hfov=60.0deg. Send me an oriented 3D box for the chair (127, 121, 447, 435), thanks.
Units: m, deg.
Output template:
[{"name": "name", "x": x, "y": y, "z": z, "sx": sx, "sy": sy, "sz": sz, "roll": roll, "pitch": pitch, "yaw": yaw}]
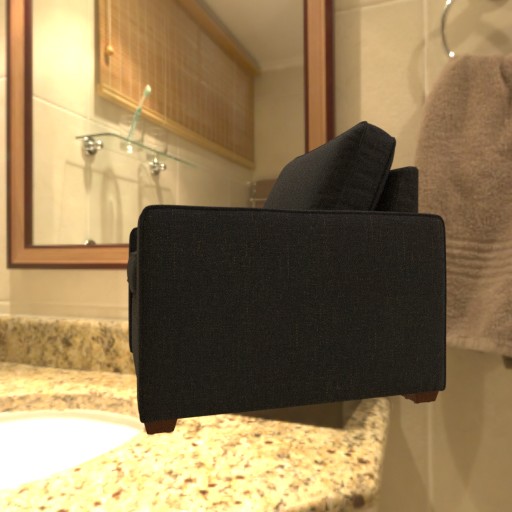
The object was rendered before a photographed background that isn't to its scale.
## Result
[{"name": "chair", "x": 0.000, "y": 0.000, "z": 1.698, "sx": 0.940, "sy": 0.919, "sz": 1.017, "roll": 0, "pitch": 0, "yaw": -17}]
